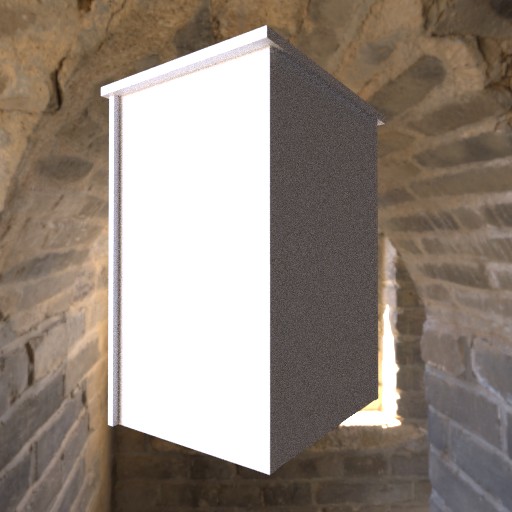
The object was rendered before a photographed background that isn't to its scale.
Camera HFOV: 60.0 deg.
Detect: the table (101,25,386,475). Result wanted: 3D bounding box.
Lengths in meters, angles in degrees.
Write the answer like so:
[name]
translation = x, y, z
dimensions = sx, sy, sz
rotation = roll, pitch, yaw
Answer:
[table]
translation = 0.000, 0.000, 0.918
dimensions = 0.381, 0.635, 0.480
rotation = -1, -1, 36
